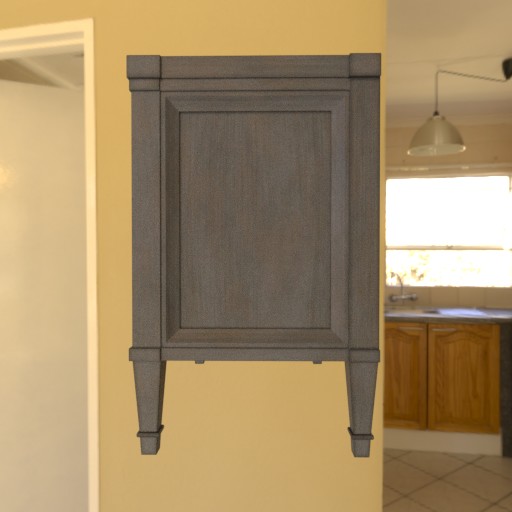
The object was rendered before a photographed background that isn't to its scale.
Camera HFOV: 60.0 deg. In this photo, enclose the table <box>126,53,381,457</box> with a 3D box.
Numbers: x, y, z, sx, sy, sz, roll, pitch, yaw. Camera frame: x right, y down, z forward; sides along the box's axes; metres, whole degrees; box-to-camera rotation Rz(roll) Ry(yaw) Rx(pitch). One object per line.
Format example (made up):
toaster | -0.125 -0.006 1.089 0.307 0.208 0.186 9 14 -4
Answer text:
table | 0.000 0.000 1.046 0.413 0.660 0.660 0 1 1
